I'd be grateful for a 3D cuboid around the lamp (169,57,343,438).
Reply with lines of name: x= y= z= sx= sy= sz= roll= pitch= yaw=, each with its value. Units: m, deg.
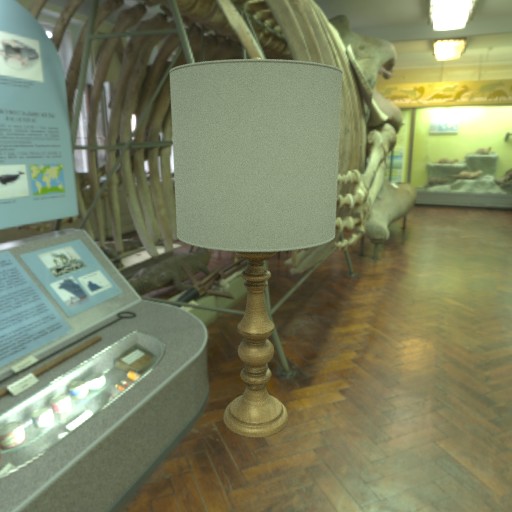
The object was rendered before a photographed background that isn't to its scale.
lamp: x=0.000 y=0.000 z=0.720 sx=0.250 sy=0.597 sz=0.250 roll=-2 pitch=15 yaw=-8
